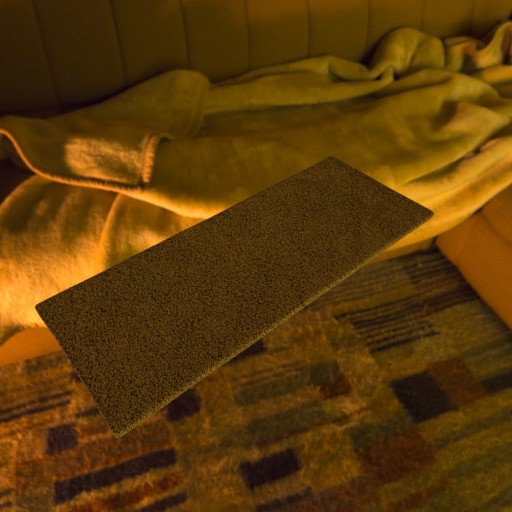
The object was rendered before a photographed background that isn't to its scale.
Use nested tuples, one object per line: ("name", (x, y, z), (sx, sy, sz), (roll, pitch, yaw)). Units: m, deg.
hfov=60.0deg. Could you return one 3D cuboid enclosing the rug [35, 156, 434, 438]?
("rug", (0.000, 0.000, 1.740), (1.524, 0.030, 0.609), (-30, 52, -28))
